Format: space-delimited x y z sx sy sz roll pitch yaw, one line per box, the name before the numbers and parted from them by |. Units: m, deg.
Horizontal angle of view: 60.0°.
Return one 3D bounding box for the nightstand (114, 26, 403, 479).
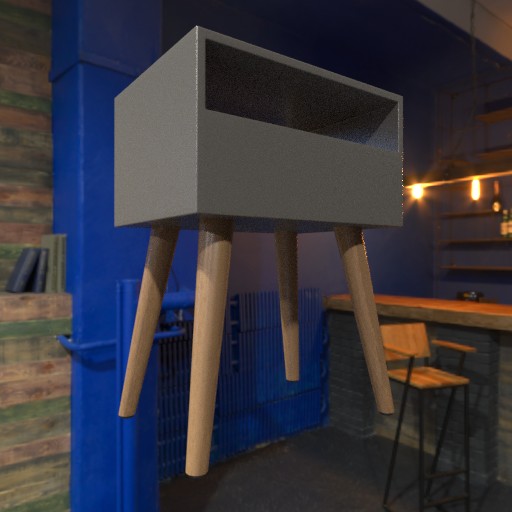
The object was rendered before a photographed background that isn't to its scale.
nightstand | 0.000 0.000 0.713 0.370 0.508 0.288 0 0 -36
